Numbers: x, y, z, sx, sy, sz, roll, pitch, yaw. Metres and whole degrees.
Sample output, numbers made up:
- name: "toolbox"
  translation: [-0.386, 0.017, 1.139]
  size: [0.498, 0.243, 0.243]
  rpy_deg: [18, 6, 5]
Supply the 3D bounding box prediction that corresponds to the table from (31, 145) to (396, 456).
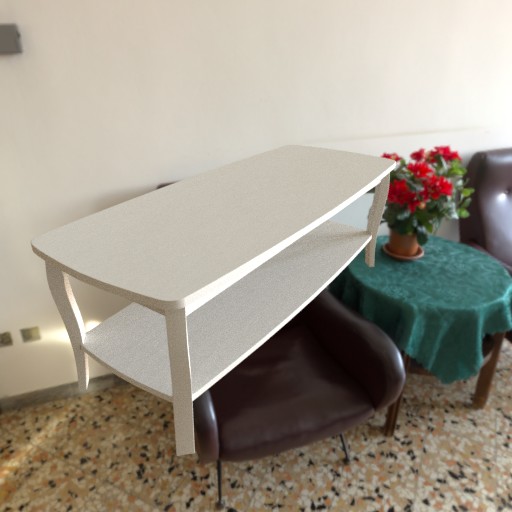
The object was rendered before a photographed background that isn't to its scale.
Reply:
- name: "table"
  translation: [0.000, 0.000, 1.552]
  size: [0.561, 0.474, 1.334]
  rpy_deg: [17, 32, 31]
